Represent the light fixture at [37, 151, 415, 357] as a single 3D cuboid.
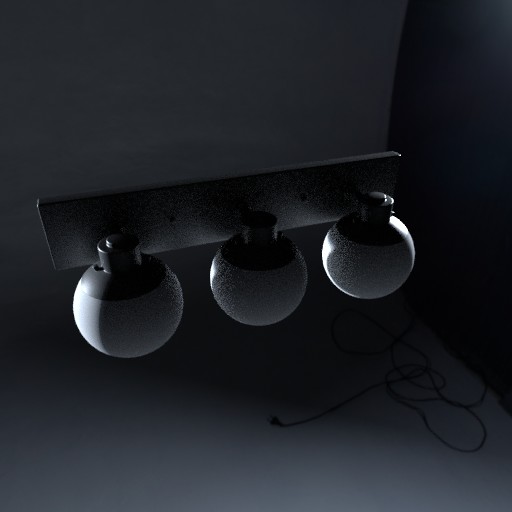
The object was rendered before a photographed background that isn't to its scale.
[{"bbox_3d":[0.000,0.000,0.852,0.721,0.263,0.218,-11,34,-17],"label":"light fixture"}]
